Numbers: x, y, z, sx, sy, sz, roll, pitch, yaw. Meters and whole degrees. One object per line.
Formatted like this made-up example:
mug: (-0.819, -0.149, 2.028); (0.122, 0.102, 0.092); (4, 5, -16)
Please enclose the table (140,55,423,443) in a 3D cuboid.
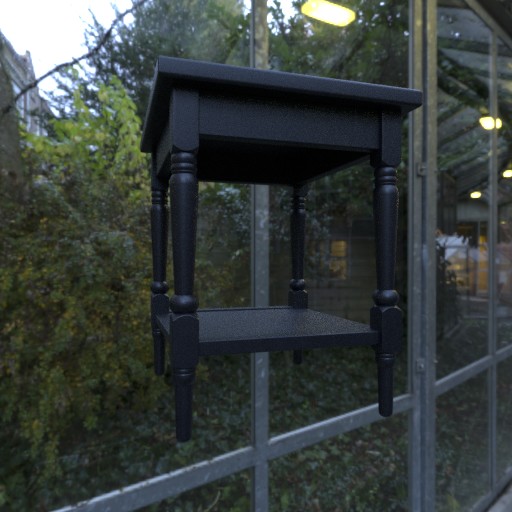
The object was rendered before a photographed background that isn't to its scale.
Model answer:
table: (0.000, 0.000, 0.919); (0.442, 0.565, 0.488); (0, 0, -17)
